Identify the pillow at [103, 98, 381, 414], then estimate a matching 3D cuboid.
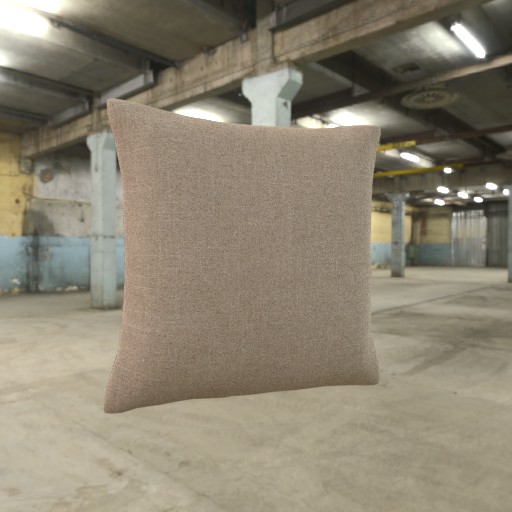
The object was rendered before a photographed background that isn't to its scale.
[{"bbox_3d":[0.000,0.000,0.668,0.435,0.428,0.148,0,0,-19],"label":"pillow"}]
